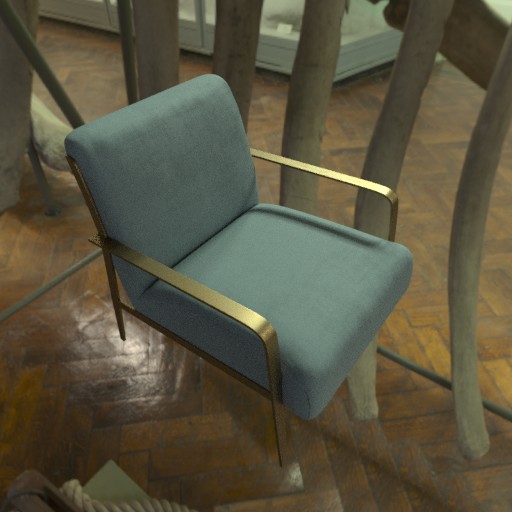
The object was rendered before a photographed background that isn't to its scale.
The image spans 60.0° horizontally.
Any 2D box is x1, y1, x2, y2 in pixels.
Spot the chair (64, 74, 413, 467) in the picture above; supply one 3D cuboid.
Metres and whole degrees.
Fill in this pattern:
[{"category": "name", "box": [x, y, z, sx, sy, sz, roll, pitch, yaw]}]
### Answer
[{"category": "chair", "box": [0.000, 0.000, 1.409, 0.842, 0.824, 0.701, 27, 48, 27]}]
